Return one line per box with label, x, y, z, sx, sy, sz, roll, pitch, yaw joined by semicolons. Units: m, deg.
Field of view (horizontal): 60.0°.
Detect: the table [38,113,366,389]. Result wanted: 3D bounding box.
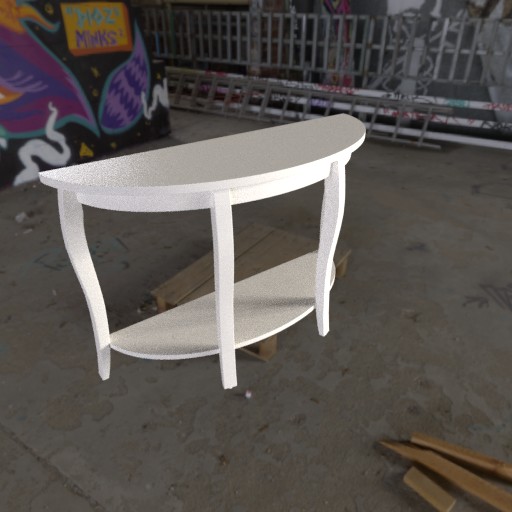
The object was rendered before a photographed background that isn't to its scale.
table;0.000;0.000;1.609;1.219;0.780;0.394;-21;36;-31
